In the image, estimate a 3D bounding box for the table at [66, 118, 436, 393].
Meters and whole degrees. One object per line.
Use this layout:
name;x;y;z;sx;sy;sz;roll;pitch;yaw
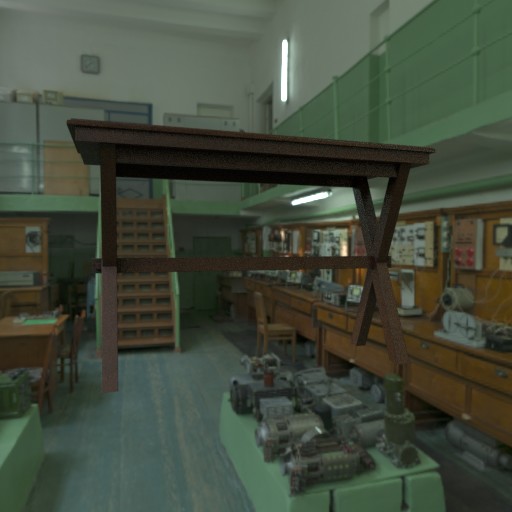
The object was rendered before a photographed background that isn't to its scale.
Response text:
table;0.000;0.000;1.573;1.197;0.763;0.399;0;2;-18
